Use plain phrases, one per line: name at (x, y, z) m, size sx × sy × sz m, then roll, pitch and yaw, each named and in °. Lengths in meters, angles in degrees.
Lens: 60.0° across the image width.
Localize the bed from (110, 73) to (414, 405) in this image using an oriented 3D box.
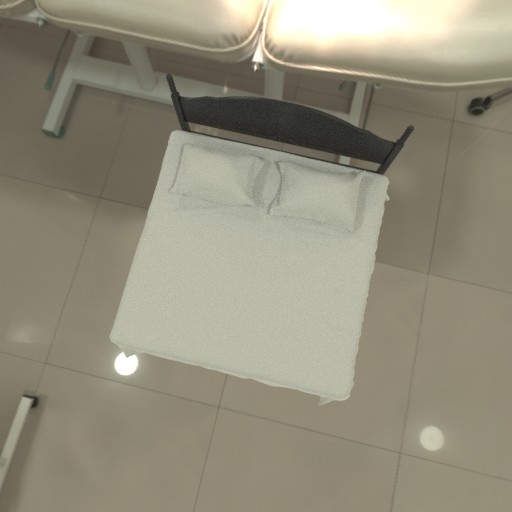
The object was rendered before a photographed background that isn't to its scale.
bed at (0.000, 0.000, 3.755) m, size 2.322 × 1.355 × 2.219 m, roll 13°, pitch 78°, yaw 3°
